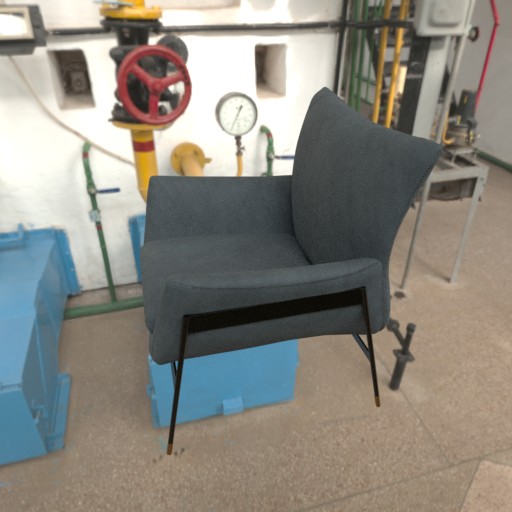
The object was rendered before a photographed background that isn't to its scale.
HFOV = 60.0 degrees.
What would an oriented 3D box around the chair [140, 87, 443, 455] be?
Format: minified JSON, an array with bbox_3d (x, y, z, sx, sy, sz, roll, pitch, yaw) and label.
[{"bbox_3d":[0.000,0.000,1.386,0.709,0.858,0.678,-8,33,-13],"label":"chair"}]
